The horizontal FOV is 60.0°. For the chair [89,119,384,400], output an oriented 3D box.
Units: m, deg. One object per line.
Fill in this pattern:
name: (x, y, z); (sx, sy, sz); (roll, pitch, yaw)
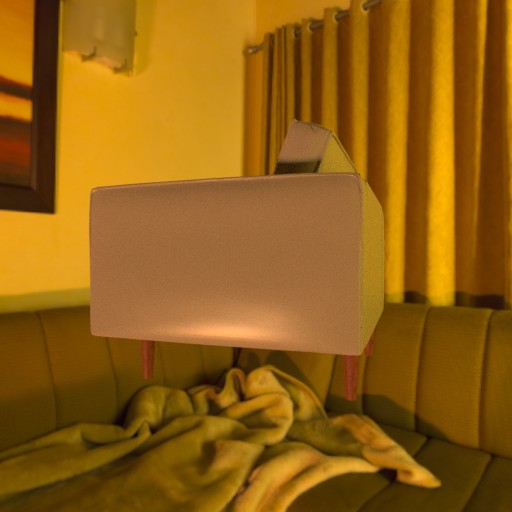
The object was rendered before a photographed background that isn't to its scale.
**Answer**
chair: (0.000, 0.000, 1.587); (0.843, 0.773, 0.928); (0, 0, 19)
